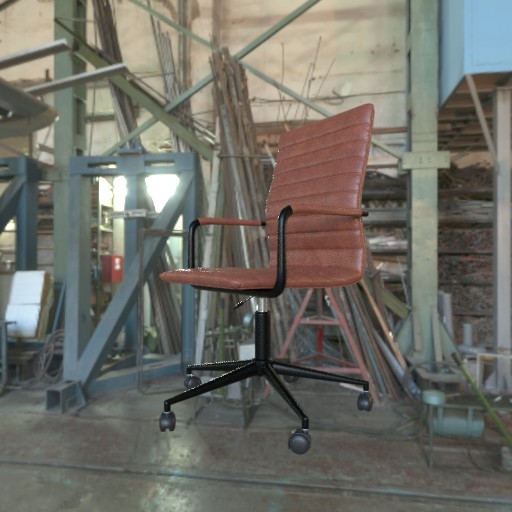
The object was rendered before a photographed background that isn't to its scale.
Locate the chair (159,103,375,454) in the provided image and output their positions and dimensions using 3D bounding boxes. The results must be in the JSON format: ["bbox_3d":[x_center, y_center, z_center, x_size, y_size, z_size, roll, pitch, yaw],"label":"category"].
[{"bbox_3d":[0.000,0.000,1.257,0.578,0.878,0.600,0,0,-36],"label":"chair"}]
